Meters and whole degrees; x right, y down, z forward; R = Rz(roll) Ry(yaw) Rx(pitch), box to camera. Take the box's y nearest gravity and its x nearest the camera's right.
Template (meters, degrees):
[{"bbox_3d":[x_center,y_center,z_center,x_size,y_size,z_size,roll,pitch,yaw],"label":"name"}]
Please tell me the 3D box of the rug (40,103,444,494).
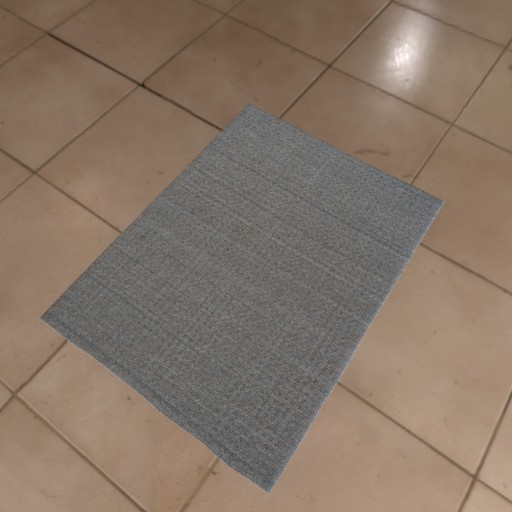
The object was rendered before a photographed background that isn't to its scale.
[{"bbox_3d":[0.000,0.000,4.203,2.443,0.007,3.200,32,67,15],"label":"rug"}]
